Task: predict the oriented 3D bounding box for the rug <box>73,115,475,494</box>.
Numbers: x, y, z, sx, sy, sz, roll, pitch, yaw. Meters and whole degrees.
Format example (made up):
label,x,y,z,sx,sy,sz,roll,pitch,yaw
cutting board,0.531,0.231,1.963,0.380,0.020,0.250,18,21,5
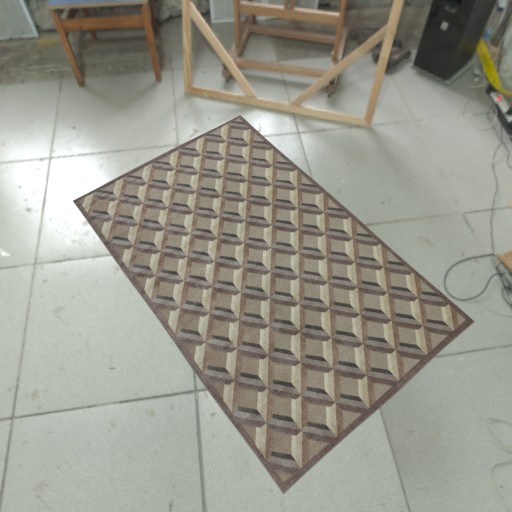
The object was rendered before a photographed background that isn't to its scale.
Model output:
label,x,y,z,sx,sy,sz,roll,pitch,yaw
rug,0.000,0.000,2.071,1.066,0.011,1.677,-33,63,-19
